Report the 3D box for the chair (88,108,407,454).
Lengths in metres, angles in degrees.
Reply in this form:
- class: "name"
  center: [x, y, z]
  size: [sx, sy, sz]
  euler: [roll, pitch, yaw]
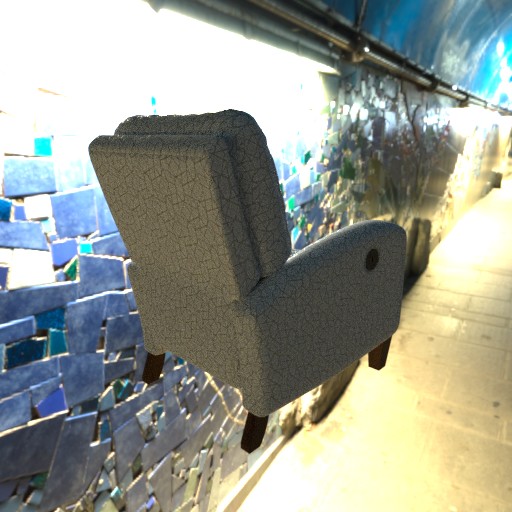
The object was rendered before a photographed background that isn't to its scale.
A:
- class: "chair"
  center: [0.000, 0.000, 1.746]
  size: [0.796, 1.064, 0.995]
  euler: [14, 21, 42]
